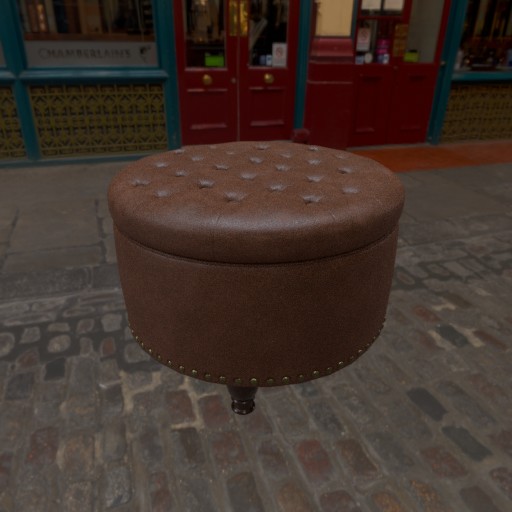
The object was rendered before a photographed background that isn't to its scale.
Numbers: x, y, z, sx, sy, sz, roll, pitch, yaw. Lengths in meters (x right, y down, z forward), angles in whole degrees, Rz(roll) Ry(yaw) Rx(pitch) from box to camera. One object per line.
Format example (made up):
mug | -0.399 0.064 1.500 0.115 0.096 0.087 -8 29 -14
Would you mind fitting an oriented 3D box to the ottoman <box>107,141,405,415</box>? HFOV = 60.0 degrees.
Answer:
ottoman | 0.000 0.000 1.069 0.637 0.442 0.637 0 26 0
